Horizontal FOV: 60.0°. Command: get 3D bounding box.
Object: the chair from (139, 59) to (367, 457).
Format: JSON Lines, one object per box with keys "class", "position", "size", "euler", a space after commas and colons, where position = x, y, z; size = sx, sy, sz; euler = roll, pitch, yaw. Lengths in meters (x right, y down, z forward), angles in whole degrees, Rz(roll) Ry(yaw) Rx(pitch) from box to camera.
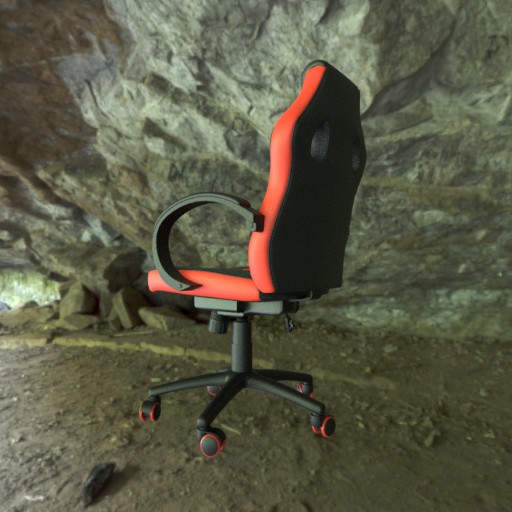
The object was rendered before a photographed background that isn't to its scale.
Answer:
{"class": "chair", "position": [0.000, 0.000, 1.389], "size": [0.642, 1.016, 0.600], "euler": [-1, -2, 36]}
